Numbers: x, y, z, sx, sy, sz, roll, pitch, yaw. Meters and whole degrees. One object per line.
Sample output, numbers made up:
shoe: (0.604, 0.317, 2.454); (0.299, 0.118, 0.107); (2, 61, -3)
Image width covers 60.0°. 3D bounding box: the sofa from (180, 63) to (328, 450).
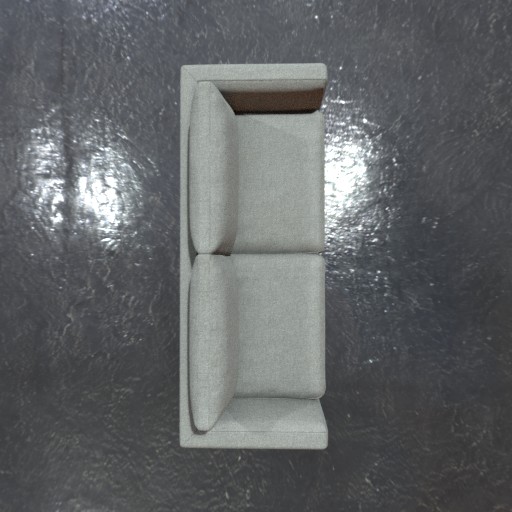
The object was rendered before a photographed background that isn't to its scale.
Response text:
sofa: (0.000, 0.000, 2.778); (0.869, 1.002, 2.212); (0, 89, 1)
